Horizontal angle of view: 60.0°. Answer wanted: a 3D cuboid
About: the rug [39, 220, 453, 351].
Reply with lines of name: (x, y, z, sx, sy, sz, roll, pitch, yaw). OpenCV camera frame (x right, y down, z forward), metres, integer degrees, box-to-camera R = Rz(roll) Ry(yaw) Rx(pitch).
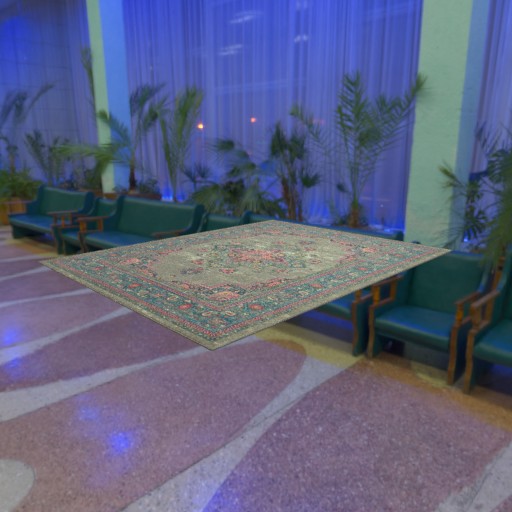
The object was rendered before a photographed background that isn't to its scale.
rug: (0.000, 0.000, 4.155, 3.057, 0.013, 2.434, -14, 20, -43)
